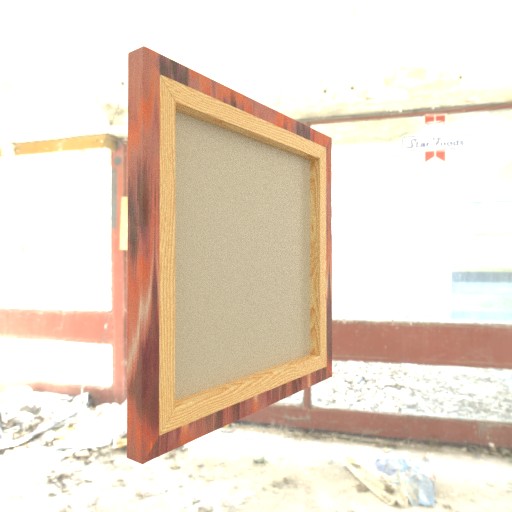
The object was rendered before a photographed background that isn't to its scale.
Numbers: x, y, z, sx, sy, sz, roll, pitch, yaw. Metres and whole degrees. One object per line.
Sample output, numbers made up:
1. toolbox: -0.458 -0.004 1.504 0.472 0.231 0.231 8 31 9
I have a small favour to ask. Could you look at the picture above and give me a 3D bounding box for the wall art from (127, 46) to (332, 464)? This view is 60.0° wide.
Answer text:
1. wall art: 0.000 0.000 0.896 0.037 0.609 0.603 0 -1 36
